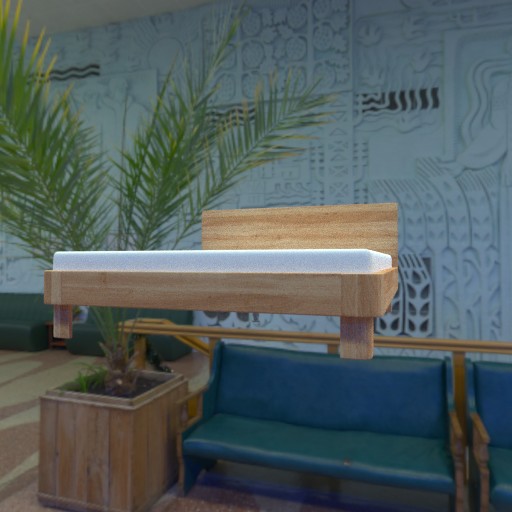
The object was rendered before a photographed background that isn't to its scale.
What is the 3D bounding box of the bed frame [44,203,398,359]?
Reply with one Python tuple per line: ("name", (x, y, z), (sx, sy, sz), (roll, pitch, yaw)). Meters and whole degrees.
("bed frame", (0.000, 0.000, 3.173), (1.872, 0.940, 2.092), (0, -1, 19))
